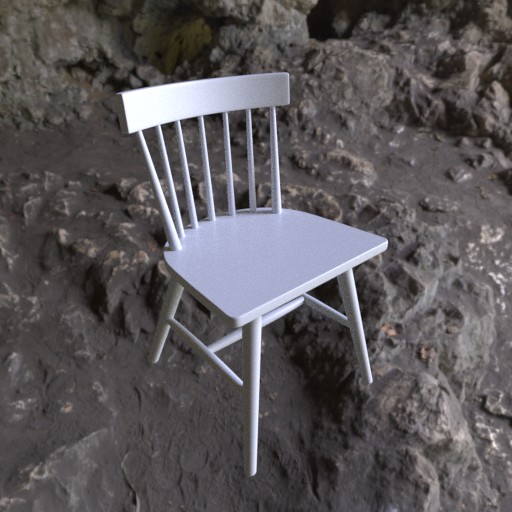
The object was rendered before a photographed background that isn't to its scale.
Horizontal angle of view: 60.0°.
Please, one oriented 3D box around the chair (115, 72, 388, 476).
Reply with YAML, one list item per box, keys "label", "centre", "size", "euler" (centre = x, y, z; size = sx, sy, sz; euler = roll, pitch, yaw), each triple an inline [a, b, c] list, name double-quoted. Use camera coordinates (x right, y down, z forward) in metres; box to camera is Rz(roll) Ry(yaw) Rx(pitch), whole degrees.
- label: "chair"
  centre: [0.000, 0.000, 1.109]
  size: [0.483, 0.787, 0.500]
  euler: [-23, 37, -34]
